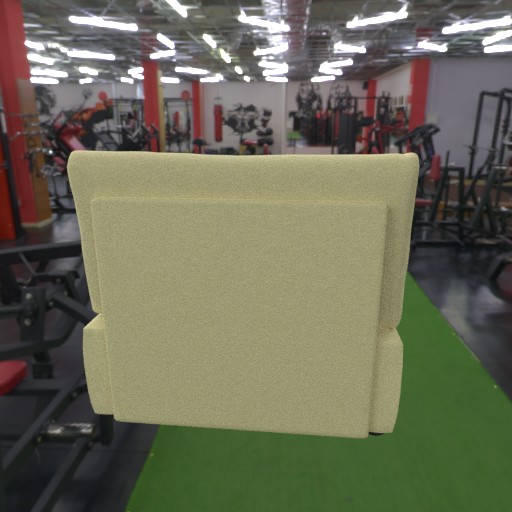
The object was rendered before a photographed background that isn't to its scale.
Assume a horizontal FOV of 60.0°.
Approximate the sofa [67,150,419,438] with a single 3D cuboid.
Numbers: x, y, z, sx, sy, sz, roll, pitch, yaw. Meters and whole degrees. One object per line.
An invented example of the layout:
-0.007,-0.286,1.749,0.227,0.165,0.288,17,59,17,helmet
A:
0.000,0.000,1.665,0.930,0.820,1.000,2,17,6,sofa
